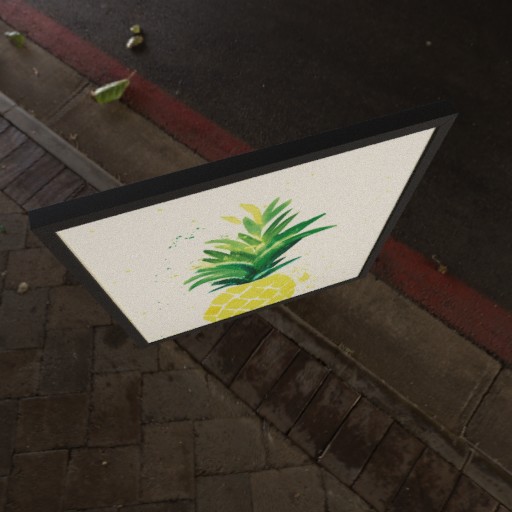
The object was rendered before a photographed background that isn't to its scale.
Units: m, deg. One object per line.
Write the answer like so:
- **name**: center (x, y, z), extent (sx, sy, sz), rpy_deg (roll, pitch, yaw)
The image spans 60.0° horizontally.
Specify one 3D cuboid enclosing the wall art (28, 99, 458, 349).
- **wall art**: center (0.000, 0.000, 1.099), extent (0.762, 0.760, 0.037), rpy_deg (-17, 65, -8)
